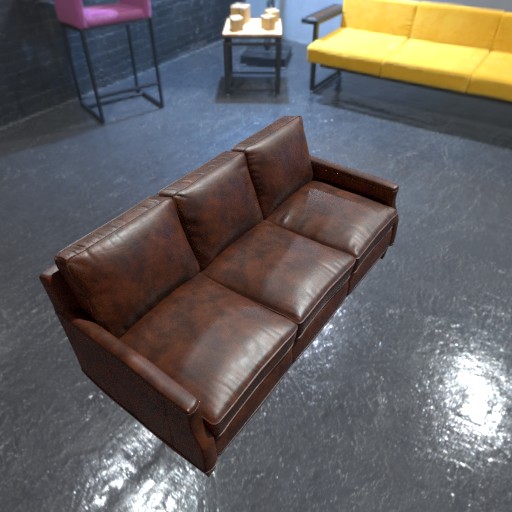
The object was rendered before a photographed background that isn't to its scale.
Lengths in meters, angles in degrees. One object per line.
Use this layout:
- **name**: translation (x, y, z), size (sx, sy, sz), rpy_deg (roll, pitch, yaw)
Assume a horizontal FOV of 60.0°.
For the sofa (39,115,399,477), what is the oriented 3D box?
- **sofa**: translation (0.000, 0.000, 2.812), size (1.084, 1.003, 2.240), rpy_deg (26, 47, 27)
